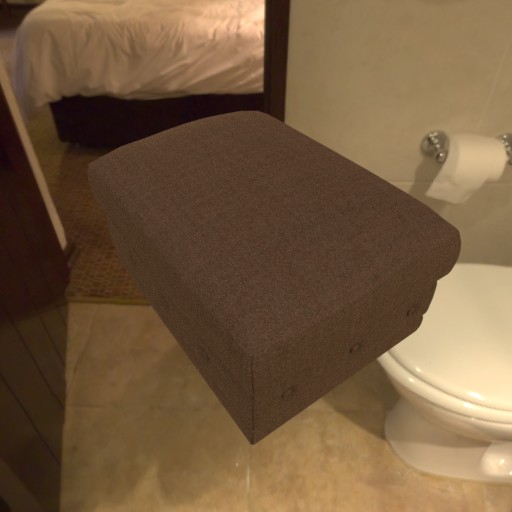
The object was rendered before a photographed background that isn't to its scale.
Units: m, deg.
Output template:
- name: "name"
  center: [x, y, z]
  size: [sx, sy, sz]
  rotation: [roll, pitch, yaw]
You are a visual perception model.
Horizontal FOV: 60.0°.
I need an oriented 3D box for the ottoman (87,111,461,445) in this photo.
- name: "ottoman"
  center: [0.000, 0.000, 1.216]
  size: [0.599, 0.555, 0.809]
  rotation: [-26, 48, -26]
